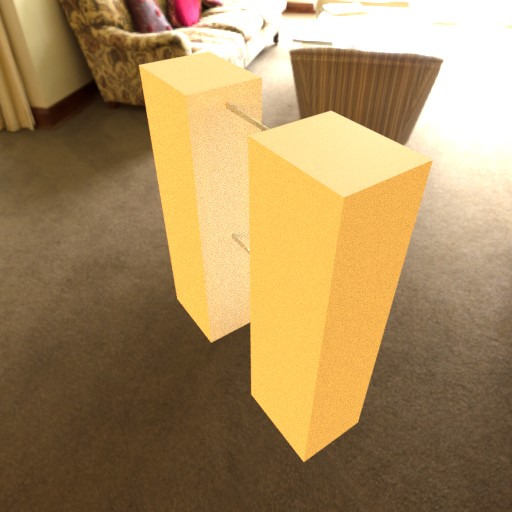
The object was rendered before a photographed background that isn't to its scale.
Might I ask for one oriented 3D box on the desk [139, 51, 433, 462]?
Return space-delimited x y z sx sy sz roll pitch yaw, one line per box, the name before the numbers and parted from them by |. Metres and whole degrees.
desk | 0.000 0.000 2.854 0.480 2.000 1.770 -24 46 -26
